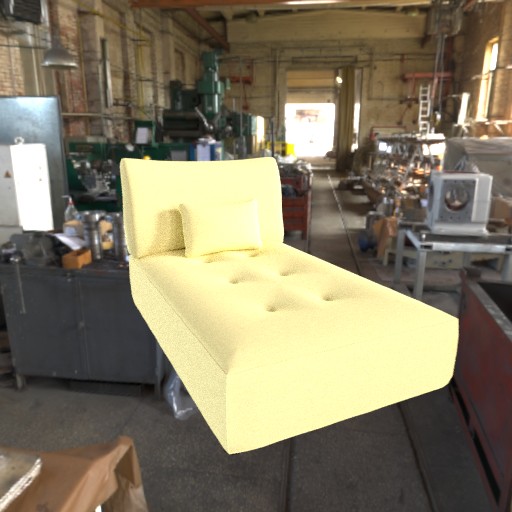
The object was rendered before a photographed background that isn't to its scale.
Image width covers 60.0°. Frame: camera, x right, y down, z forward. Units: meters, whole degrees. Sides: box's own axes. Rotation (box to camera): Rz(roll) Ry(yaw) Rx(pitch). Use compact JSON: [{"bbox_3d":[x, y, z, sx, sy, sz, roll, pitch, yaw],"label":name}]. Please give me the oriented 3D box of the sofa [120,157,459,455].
[{"bbox_3d":[0.000,0.000,1.993,0.930,0.820,1.450,-7,17,-25],"label":"sofa"}]
